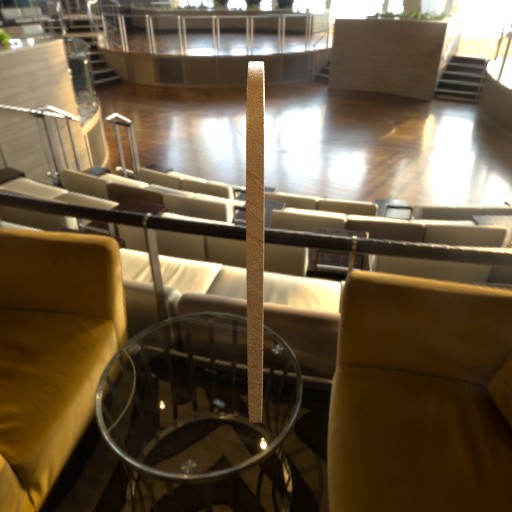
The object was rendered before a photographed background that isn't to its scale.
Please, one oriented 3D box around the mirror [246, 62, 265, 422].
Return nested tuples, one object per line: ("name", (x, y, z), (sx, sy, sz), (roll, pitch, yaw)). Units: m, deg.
("mirror", (0.000, 0.000, 1.340), (0.037, 1.075, 0.724), (0, 33, 0))
